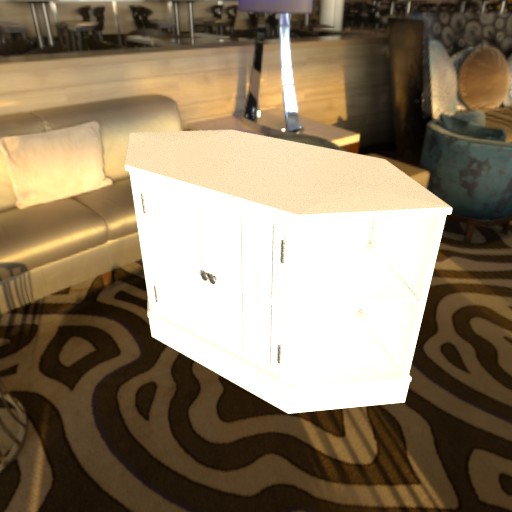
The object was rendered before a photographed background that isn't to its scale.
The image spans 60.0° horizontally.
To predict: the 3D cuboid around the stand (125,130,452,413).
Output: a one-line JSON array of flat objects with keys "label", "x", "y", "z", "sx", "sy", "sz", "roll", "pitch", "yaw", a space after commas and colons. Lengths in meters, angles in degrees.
[{"label": "stand", "x": 0.000, "y": 0.000, "z": 1.402, "sx": 1.072, "sy": 0.614, "sz": 0.477, "roll": 20, "pitch": 36, "yaw": 31}]
